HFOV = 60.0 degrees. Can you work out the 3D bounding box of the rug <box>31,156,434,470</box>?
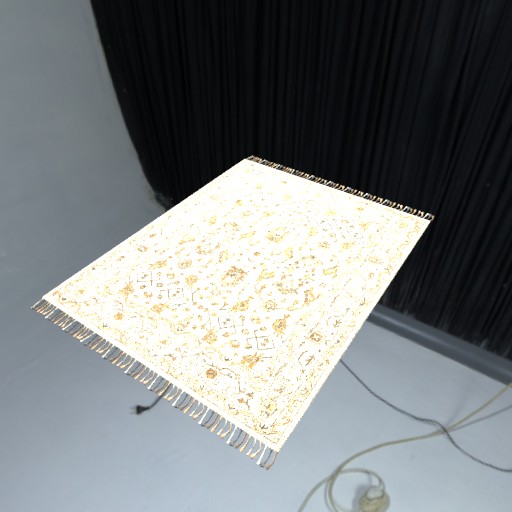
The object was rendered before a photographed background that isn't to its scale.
[{"bbox_3d":[0.000,0.000,2.245,1.278,0.009,1.726,24,46,26],"label":"rug"}]
